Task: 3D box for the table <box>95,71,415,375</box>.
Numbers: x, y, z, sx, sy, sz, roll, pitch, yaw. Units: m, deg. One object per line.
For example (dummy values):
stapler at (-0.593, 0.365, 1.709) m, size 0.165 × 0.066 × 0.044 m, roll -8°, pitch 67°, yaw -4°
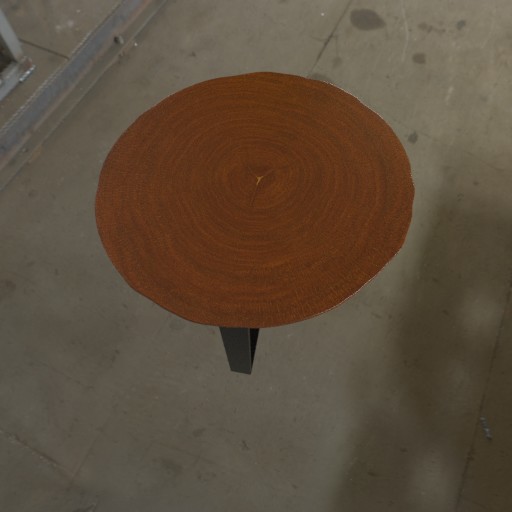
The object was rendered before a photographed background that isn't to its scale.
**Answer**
table at (0.000, 0.000, 0.772) m, size 0.410 × 0.450 × 0.380 m, roll -18°, pitch 66°, yaw -8°
